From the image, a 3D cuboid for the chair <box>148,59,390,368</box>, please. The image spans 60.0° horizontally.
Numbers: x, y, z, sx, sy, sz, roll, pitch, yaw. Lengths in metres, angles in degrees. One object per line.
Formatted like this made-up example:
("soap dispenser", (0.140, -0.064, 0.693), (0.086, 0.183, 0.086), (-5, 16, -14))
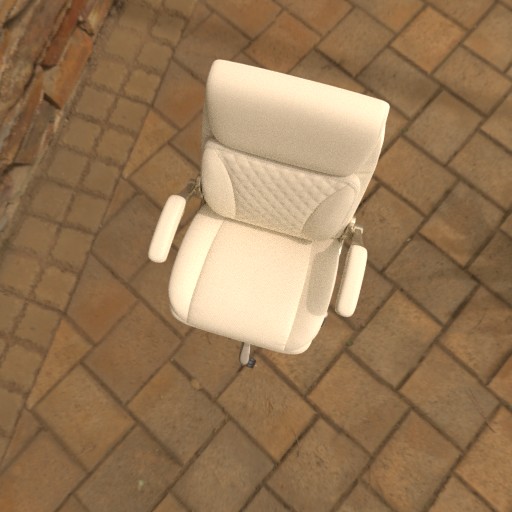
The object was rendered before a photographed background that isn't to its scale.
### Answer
("chair", (0.000, 0.000, 1.628), (0.740, 1.110, 0.794), (13, 76, 3))
